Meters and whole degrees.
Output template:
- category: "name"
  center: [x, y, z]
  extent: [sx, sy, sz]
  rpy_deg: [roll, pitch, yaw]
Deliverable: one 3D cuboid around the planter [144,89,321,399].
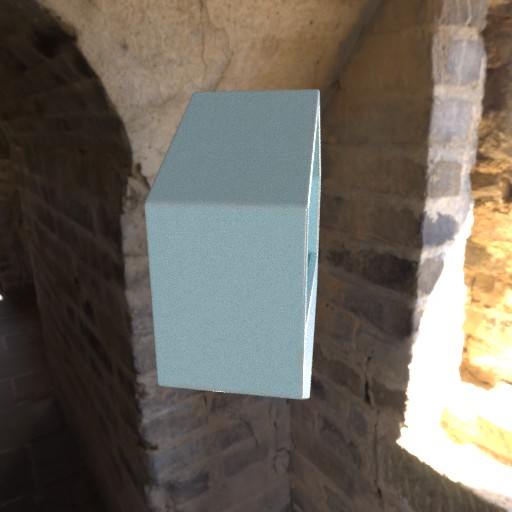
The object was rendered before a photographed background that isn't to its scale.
- category: "planter"
  center: [0.000, 0.000, 0.294]
  extent: [0.078, 0.207, 0.169]
  rpy_deg: [3, 16, 9]
